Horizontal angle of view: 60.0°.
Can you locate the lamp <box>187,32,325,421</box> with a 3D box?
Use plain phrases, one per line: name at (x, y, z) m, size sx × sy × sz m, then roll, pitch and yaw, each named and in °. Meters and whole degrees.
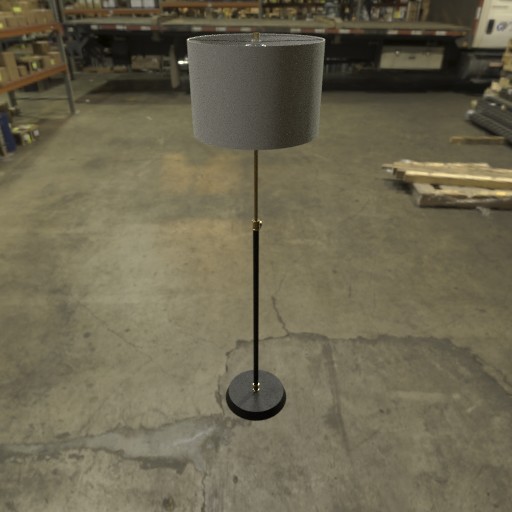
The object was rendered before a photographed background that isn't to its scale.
lamp at (0.000, 0.000, 1.684) m, size 0.404 × 1.517 × 0.404 m, roll 0°, pitch 31°, yaw 0°
